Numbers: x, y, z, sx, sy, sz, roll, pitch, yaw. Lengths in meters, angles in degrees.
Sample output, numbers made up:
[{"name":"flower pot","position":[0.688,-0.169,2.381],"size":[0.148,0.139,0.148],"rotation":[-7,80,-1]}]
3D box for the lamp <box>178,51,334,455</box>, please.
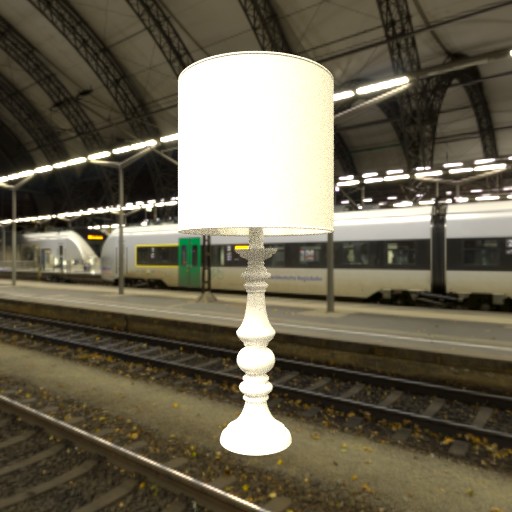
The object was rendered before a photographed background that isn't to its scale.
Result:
[{"name":"lamp","position":[0.000,0.000,0.722],"size":[0.250,0.597,0.250],"rotation":[0,0,16]}]
